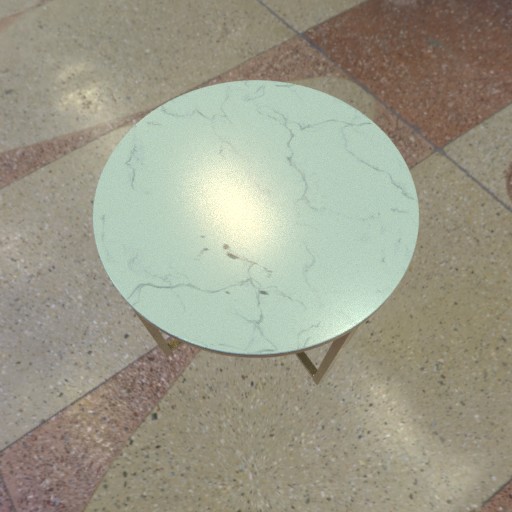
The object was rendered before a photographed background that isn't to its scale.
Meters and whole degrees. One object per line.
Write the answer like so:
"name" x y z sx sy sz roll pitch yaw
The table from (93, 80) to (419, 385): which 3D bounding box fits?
"table" 0.000 0.000 0.874 0.500 0.420 0.500 0 63 0
